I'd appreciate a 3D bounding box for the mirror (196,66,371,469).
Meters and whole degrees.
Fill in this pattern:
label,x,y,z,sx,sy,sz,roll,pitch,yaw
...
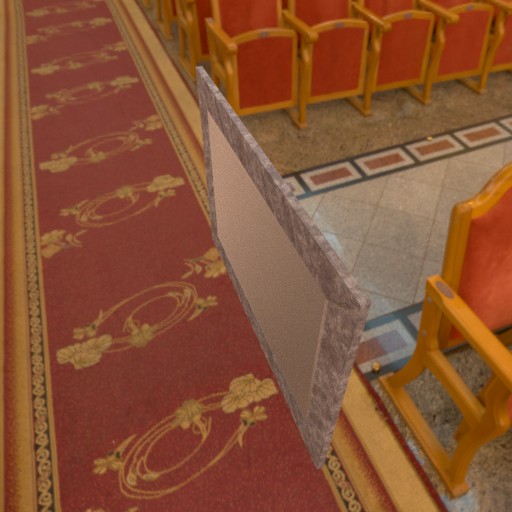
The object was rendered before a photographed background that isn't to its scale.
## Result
label,x,y,z,sx,sy,sz,roll,pitch,yaw
mirror,0.000,0.000,1.429,0.022,0.795,1.101,-15,47,-14
